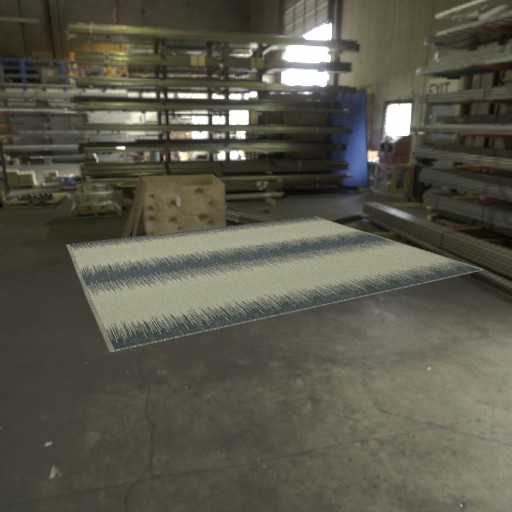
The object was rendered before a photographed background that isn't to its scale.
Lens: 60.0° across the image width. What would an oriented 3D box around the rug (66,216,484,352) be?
[{"bbox_3d":[0.000,0.000,4.067,3.037,0.004,2.453,-8,19,-26],"label":"rug"}]
